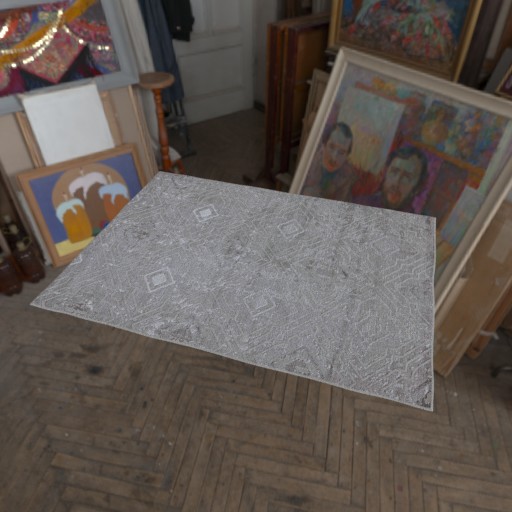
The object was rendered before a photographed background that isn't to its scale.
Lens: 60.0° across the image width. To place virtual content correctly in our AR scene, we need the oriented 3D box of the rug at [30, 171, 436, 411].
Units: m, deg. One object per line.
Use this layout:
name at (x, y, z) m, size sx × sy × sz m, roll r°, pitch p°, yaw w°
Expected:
rug at (0.000, 0.000, 4.349) m, size 3.359 × 0.020 × 2.448 m, roll 12°, pitch 42°, yaw 13°
